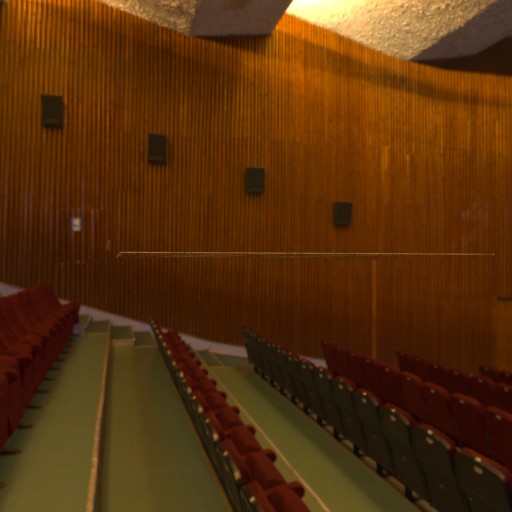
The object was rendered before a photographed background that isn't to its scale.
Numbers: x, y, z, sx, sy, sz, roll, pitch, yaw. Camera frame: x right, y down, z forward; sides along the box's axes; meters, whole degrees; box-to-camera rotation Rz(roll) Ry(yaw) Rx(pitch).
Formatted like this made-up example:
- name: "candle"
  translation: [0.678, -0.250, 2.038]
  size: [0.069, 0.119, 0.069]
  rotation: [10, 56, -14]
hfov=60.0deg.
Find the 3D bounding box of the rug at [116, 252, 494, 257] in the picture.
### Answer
- name: "rug"
  translation: [0.000, 0.000, 4.108]
  size: [2.460, 0.005, 3.067]
  rotation: [0, -1, -18]
